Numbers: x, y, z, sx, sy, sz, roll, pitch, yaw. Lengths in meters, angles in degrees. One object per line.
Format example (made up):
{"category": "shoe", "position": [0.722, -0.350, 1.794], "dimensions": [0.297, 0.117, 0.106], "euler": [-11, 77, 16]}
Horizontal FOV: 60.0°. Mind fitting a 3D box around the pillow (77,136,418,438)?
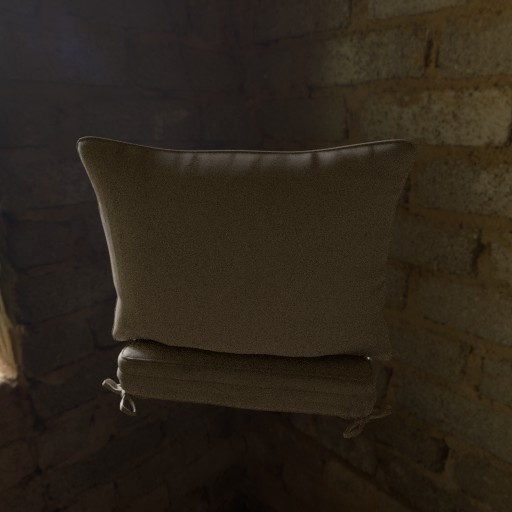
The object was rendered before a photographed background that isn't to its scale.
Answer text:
{"category": "pillow", "position": [0.000, 0.000, 1.344], "dimensions": [0.798, 0.716, 0.733], "euler": [3, 17, 9]}
